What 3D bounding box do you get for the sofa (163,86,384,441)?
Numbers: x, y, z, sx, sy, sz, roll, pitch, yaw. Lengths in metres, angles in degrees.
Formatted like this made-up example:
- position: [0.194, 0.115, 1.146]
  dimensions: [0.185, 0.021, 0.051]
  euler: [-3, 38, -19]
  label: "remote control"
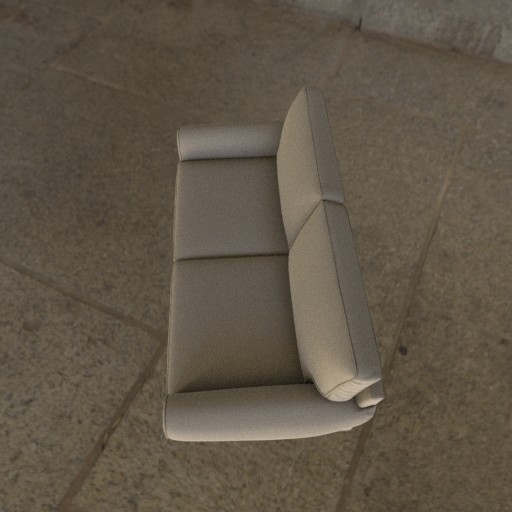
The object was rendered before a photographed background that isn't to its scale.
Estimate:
- position: [0.000, 0.000, 2.452]
  dimensions: [0.940, 0.952, 1.930]
  euler: [-3, 58, -2]
  label: "sofa"
